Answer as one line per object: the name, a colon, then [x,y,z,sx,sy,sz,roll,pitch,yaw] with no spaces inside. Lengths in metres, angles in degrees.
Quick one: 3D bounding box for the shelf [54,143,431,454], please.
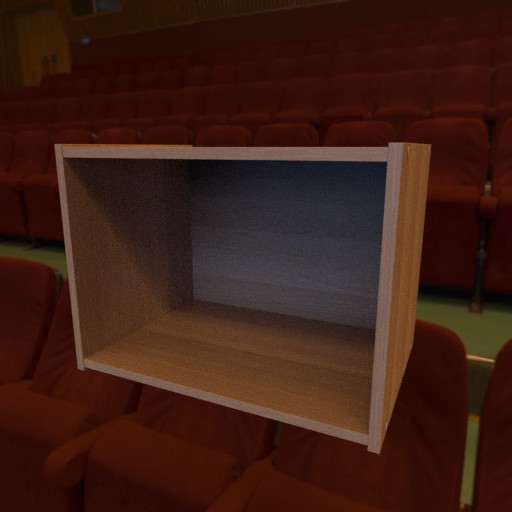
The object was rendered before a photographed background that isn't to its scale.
shelf: [0.000,0.000,0.625,0.415,0.305,0.290,6,15,25]
